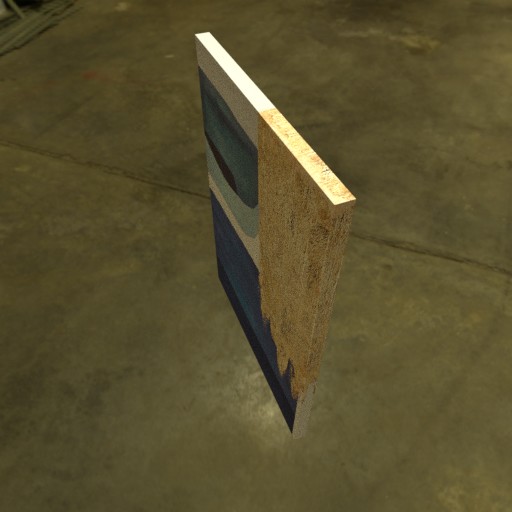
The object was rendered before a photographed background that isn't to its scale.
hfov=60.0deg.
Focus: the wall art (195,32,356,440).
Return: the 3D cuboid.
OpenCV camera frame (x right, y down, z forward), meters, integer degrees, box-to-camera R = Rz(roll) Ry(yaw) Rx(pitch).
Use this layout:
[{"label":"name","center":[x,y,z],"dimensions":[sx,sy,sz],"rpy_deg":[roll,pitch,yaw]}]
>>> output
[{"label":"wall art","center":[0.000,0.000,0.805],"dimensions":[0.026,0.613,0.458],"rpy_deg":[-17,50,-15]}]
